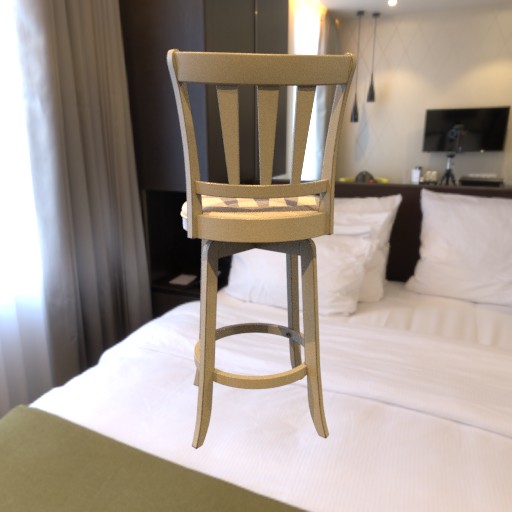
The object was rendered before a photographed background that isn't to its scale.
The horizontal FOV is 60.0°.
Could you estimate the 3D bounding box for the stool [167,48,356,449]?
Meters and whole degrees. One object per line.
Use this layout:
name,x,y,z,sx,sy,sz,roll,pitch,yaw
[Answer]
stool,0.000,0.000,1.285,0.436,1.042,0.475,-2,15,-7
